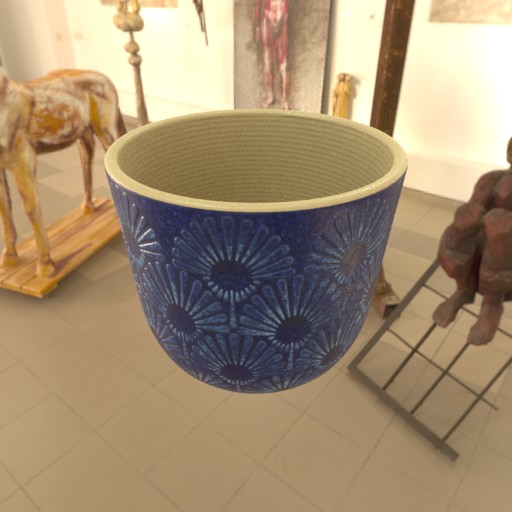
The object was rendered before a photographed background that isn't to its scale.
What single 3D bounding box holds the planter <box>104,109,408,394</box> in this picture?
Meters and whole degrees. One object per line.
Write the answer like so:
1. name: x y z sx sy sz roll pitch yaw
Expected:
1. planter: 0.000 0.000 0.296 0.170 0.153 0.170 0 32 0
